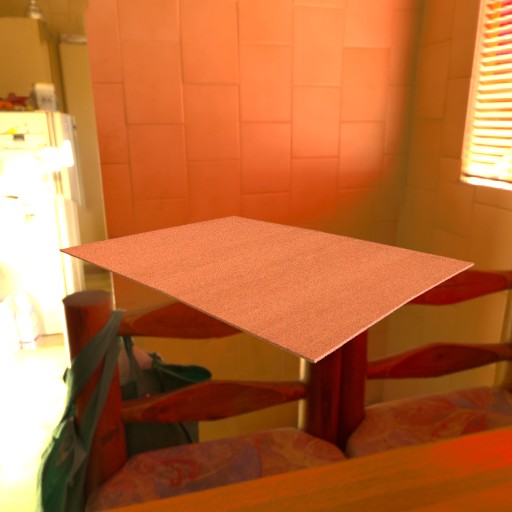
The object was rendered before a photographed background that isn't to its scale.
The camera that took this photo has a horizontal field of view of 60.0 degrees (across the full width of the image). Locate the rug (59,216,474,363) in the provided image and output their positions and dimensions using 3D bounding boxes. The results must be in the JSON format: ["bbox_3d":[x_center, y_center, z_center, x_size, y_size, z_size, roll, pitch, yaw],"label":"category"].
[{"bbox_3d":[0.000,0.000,4.238,3.202,0.045,2.434,15,22,42],"label":"rug"}]
